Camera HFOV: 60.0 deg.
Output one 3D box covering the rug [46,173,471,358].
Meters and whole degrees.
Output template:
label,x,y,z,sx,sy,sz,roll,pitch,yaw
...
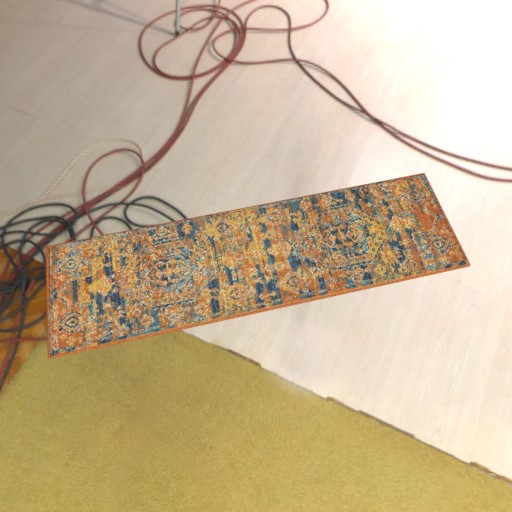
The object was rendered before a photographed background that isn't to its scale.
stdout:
label,x,y,z,sx,sy,sz,roll,pitch,yaw
rug,0.000,0.000,2.460,2.274,0.016,0.651,-12,64,-6
